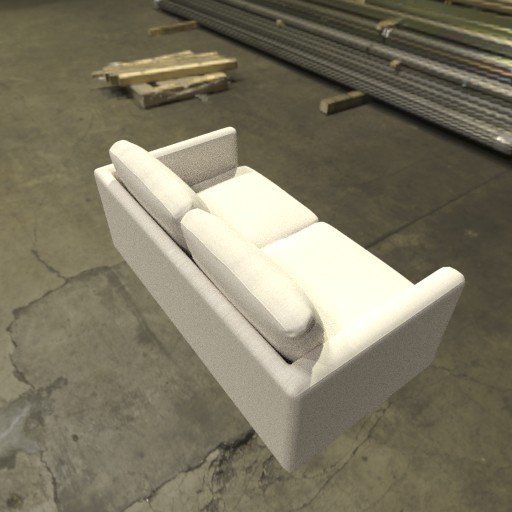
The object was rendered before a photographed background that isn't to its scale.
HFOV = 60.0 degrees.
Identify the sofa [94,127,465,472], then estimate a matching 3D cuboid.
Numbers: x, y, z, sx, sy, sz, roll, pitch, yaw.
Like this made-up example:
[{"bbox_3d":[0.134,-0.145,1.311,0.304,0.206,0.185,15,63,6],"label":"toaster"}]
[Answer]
[{"bbox_3d":[0.000,0.000,2.237,0.940,0.893,1.713,-26,48,-26],"label":"sofa"}]
